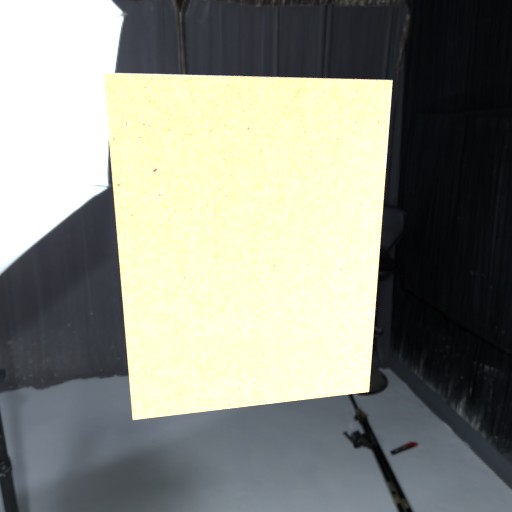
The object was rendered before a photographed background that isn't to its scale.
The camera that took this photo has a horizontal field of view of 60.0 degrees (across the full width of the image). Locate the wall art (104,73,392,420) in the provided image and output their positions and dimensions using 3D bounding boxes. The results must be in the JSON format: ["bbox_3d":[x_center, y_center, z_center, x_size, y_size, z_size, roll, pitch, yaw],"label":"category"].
[{"bbox_3d":[0.000,0.000,0.815,0.481,0.613,0.020,-3,16,-11],"label":"wall art"}]
